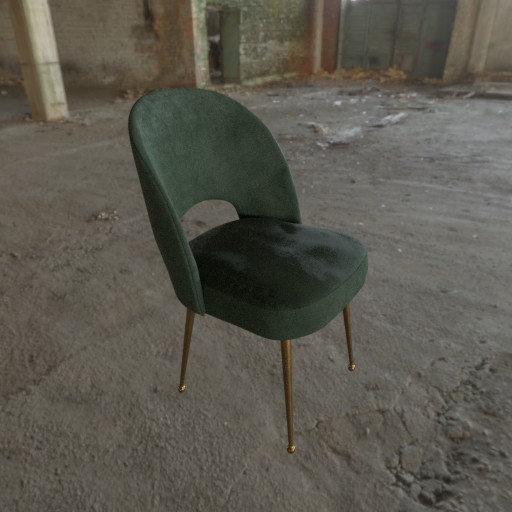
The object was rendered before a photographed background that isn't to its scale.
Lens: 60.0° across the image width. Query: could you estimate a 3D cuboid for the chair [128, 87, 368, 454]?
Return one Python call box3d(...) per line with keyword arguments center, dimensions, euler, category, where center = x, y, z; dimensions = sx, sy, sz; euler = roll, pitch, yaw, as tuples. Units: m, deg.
box3d(center=(0.000, 0.000, 1.258), dimensions=(0.577, 0.860, 0.527), euler=(17, 31, 31), category="chair")
